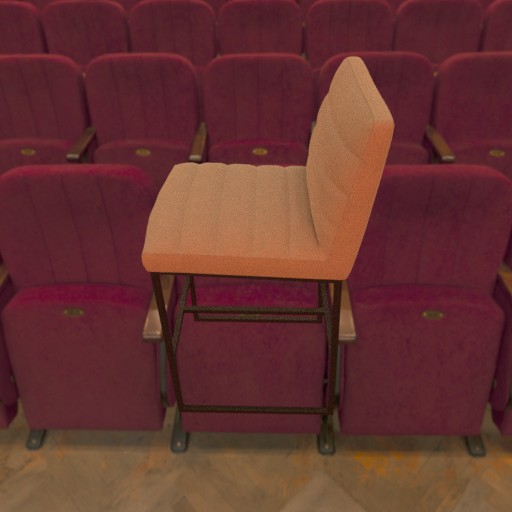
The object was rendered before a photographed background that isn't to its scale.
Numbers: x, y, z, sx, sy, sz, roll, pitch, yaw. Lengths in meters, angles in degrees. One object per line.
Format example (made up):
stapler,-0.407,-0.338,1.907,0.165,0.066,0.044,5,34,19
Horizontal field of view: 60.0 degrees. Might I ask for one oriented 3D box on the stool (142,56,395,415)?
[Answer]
stool,0.000,0.000,1.367,0.573,1.061,0.464,1,40,1
